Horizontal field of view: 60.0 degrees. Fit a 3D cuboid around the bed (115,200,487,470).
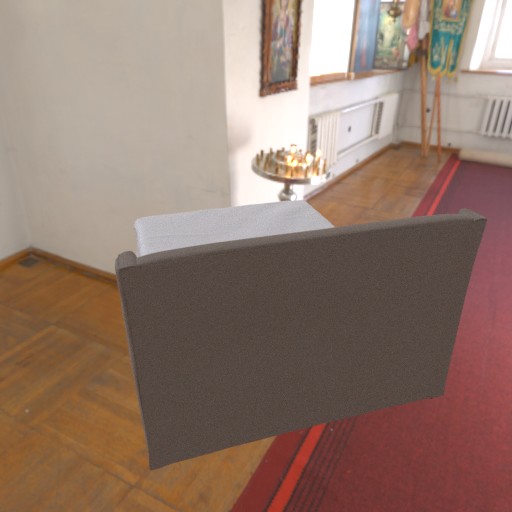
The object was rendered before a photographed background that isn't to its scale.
[{"bbox_3d":[0.000,0.000,3.351,1.925,1.332,2.276,-8,29,-15],"label":"bed"}]
